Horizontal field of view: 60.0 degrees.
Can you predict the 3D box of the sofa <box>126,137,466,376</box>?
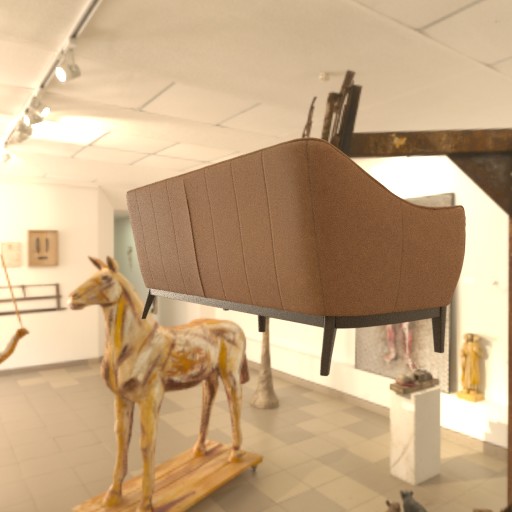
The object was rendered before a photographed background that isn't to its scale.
[{"bbox_3d":[0.000,0.000,2.401,0.869,0.830,1.928,0,1,-36],"label":"sofa"}]
